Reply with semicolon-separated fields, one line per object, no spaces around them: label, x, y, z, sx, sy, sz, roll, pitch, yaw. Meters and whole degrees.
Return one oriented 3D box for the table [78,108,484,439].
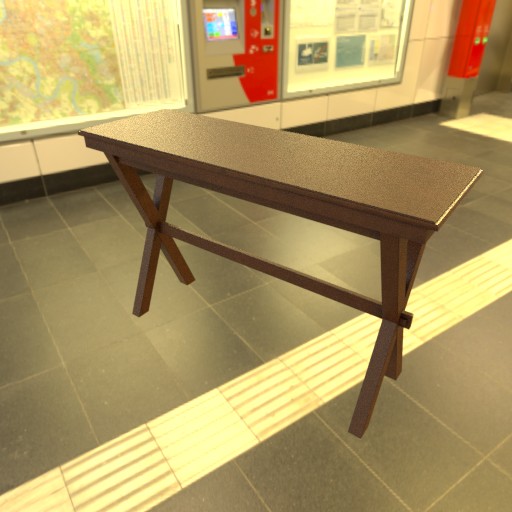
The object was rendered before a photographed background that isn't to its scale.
table;0.000;0.000;1.524;1.197;0.763;0.399;20;36;30
